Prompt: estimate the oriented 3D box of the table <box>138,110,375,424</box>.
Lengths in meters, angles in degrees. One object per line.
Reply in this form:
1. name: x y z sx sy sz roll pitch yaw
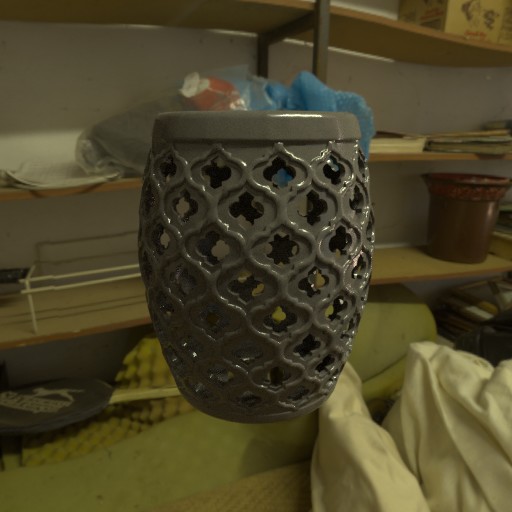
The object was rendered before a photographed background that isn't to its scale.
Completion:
1. table: 0.000 0.000 0.634 0.325 0.388 0.325 0 16 0
